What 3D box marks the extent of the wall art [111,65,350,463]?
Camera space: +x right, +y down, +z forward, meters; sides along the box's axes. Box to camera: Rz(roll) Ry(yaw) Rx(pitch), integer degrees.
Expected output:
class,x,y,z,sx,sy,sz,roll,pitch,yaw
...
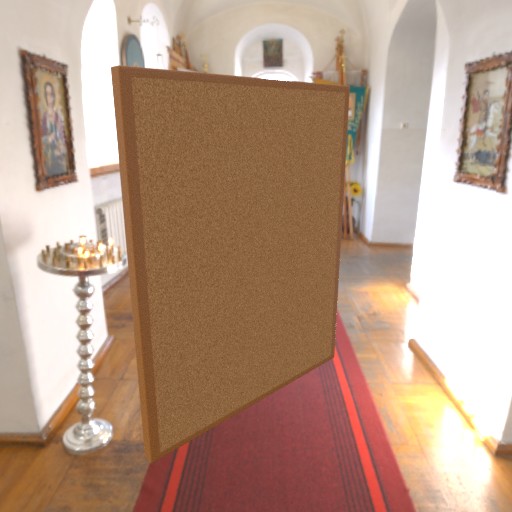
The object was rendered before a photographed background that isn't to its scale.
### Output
class,x,y,z,sx,sy,sz,roll,pitch,yaw
wall art,0.000,0.000,0.741,0.452,0.553,0.022,-16,23,-41
